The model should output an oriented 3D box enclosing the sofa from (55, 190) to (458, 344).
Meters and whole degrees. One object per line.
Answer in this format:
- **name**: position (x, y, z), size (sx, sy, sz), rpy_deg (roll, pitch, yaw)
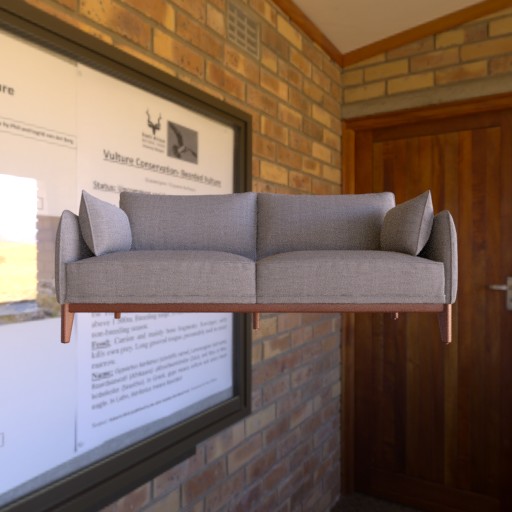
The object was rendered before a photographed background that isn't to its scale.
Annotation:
- **sofa**: position (0.000, 0.000, 2.554), size (1.989, 0.851, 0.972), rpy_deg (0, 0, 0)
